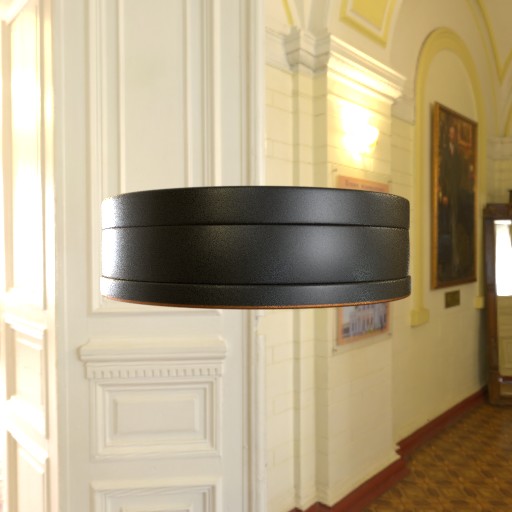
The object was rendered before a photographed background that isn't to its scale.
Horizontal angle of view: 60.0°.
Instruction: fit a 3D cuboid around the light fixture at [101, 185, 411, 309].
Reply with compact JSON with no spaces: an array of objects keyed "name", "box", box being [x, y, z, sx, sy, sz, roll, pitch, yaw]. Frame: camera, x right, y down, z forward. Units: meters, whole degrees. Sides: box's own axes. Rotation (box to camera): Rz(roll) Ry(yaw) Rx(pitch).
[{"name":"light fixture","box":[0.000,0.000,0.428,0.283,0.097,0.283,0,1,0]}]
